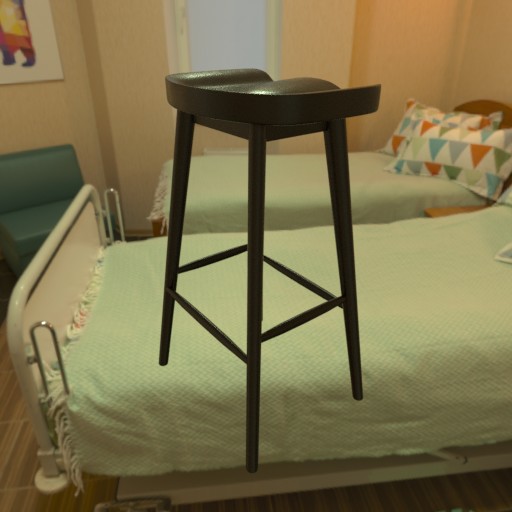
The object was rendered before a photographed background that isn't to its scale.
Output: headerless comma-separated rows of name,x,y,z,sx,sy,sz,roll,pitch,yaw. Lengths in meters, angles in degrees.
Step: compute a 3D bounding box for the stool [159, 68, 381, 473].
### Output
stool,0.000,0.000,1.007,0.361,0.749,0.440,-19,34,-32
